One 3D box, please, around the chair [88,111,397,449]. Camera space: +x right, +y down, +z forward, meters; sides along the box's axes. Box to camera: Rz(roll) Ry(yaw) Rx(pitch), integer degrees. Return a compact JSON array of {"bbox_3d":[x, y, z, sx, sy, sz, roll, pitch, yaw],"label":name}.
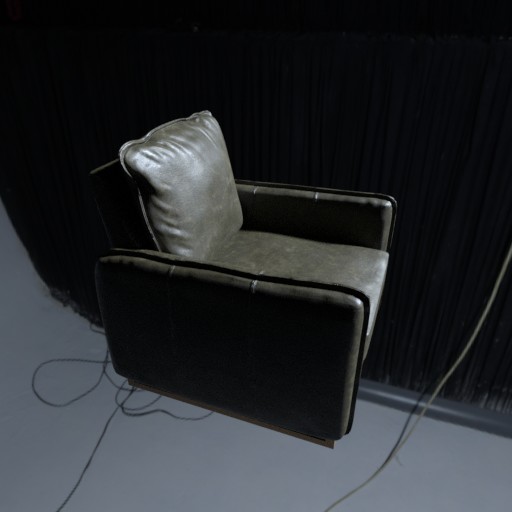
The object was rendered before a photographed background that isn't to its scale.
[{"bbox_3d":[0.000,0.000,1.642,0.921,0.921,0.830,11,31,18],"label":"chair"}]
